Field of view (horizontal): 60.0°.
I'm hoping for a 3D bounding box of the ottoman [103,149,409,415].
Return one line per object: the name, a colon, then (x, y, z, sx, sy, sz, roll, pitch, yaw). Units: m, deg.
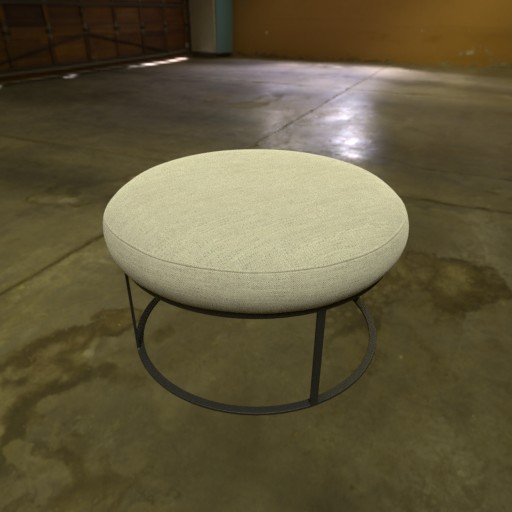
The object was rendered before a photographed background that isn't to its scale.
ottoman: (0.000, 0.000, 1.230, 0.769, 0.459, 0.769, 0, 29, 0)
